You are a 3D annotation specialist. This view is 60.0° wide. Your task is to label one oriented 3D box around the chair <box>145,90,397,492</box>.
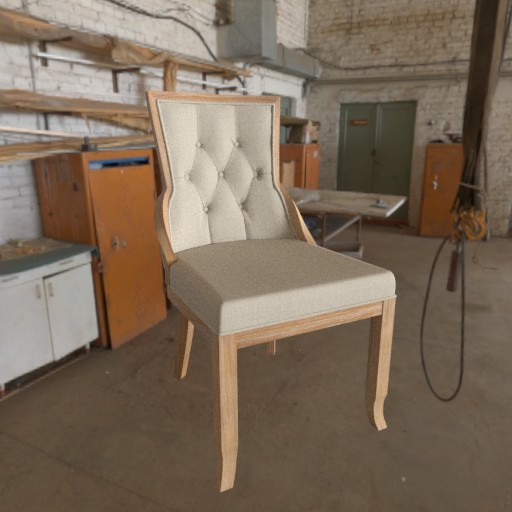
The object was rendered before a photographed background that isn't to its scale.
[{"bbox_3d":[0.000,0.000,1.316,0.524,0.947,0.641,-8,17,-26],"label":"chair"}]
